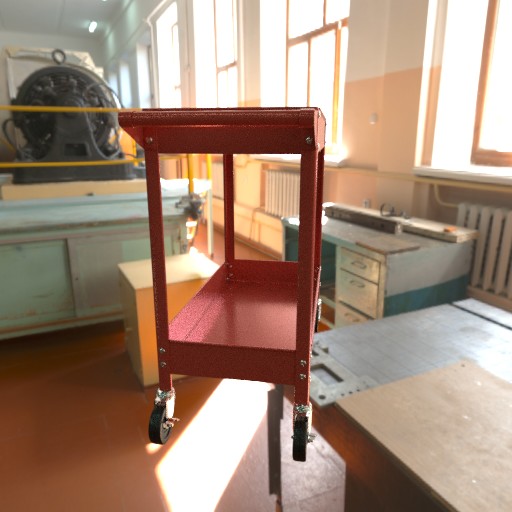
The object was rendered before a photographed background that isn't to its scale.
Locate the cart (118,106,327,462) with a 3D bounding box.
[{"bbox_3d":[0.000,0.000,1.180,0.366,0.719,0.779,3,15,9],"label":"cart"}]
